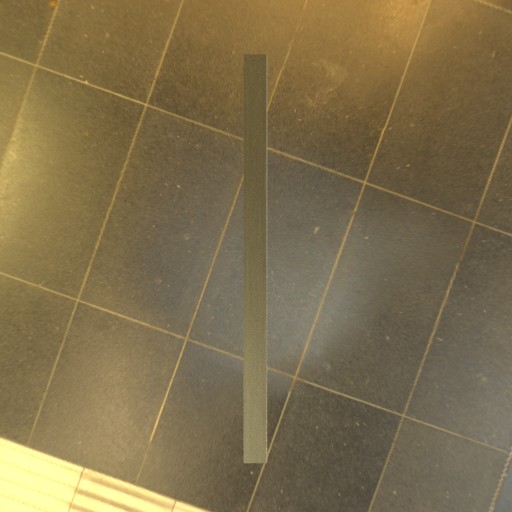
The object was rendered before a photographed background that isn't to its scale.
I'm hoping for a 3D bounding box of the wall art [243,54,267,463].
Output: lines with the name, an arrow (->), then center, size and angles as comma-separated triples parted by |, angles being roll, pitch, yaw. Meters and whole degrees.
wall art -> 0.000, 0.000, 0.765 | 0.025, 0.569, 0.444 | 0, 91, 0
